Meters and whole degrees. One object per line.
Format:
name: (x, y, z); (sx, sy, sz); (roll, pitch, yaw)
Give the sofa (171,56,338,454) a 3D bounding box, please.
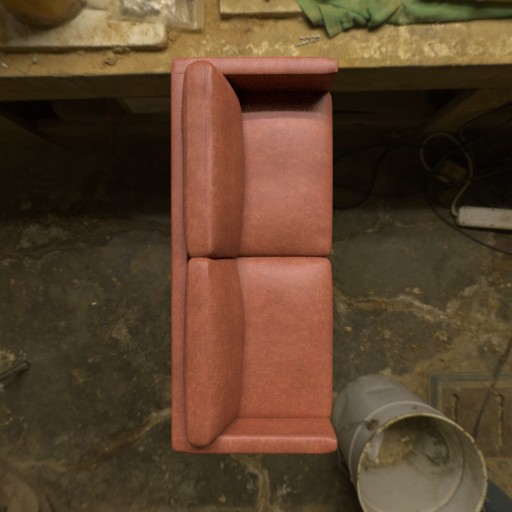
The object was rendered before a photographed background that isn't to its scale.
sofa: (0.000, 0.000, 2.732); (0.950, 0.932, 2.204); (0, 91, 1)
